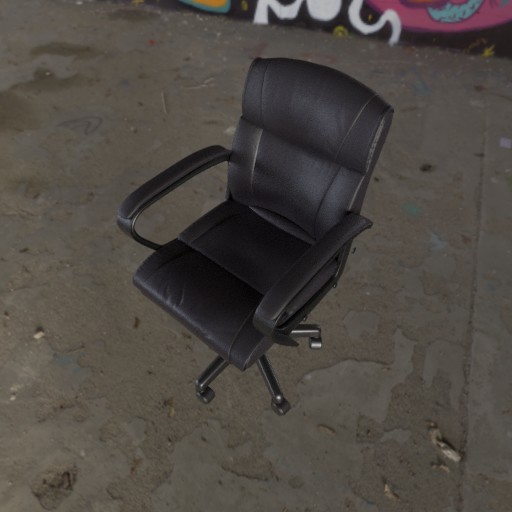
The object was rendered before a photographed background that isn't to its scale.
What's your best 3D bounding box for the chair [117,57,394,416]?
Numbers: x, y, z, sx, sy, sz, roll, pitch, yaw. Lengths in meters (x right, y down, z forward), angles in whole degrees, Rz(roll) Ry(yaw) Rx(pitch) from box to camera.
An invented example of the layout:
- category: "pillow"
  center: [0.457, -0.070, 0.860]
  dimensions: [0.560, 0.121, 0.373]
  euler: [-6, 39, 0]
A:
- category: "chair"
  center: [0.000, 0.000, 1.391]
  dimensions: [0.576, 0.998, 0.641]
  euler: [32, 55, 26]
